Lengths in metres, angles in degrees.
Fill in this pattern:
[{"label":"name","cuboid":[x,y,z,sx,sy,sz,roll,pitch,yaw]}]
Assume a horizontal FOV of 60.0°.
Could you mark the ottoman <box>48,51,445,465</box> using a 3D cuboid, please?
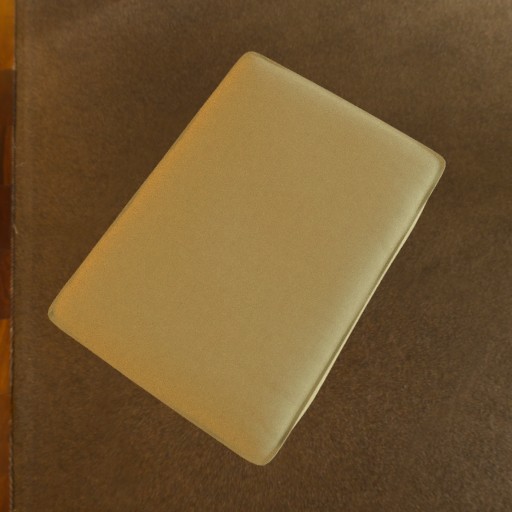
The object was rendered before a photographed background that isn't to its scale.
[{"label":"ottoman","cuboid":[0.000,0.000,1.203,0.611,0.482,0.848,32,78,8]}]
